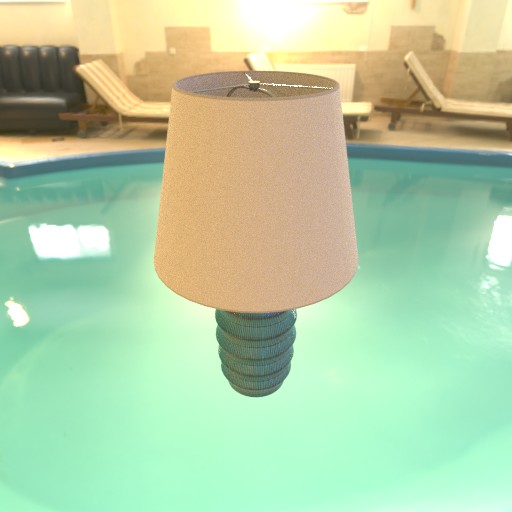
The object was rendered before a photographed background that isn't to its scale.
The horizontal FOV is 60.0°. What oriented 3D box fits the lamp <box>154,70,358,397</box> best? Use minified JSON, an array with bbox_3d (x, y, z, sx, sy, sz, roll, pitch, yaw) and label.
[{"bbox_3d":[0.000,0.000,0.788,0.355,0.582,0.355,0,30,0],"label":"lamp"}]
